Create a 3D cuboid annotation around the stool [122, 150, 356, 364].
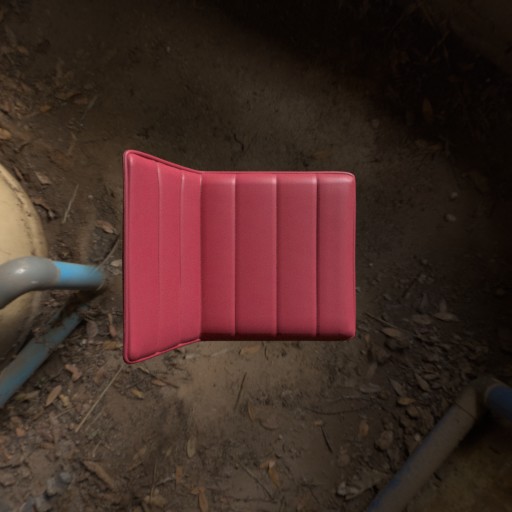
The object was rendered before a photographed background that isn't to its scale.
[{"bbox_3d":[0.000,0.000,1.247,0.524,0.937,0.489,0,90,0],"label":"stool"}]
